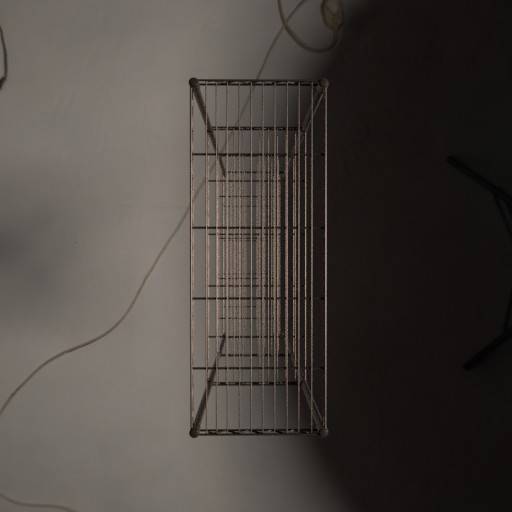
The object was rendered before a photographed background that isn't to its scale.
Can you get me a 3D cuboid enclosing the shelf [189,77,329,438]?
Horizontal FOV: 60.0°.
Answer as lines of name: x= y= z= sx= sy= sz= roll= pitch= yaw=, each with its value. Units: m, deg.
shelf: x=0.000 y=0.000 z=1.794 sx=0.352 sy=1.361 sz=0.907 roll=0 pitch=91 yaw=-1
